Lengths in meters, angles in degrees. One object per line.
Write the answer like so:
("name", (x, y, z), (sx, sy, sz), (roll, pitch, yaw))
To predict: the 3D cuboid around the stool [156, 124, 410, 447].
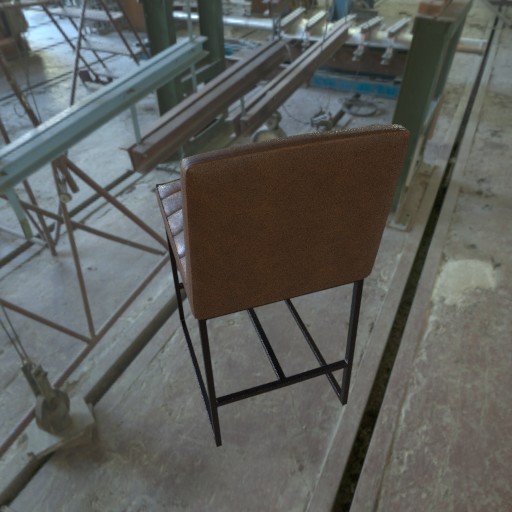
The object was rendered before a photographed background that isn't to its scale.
("stool", (0.000, 0.000, 1.270), (0.463, 0.942, 0.562), (-13, 41, -15))
